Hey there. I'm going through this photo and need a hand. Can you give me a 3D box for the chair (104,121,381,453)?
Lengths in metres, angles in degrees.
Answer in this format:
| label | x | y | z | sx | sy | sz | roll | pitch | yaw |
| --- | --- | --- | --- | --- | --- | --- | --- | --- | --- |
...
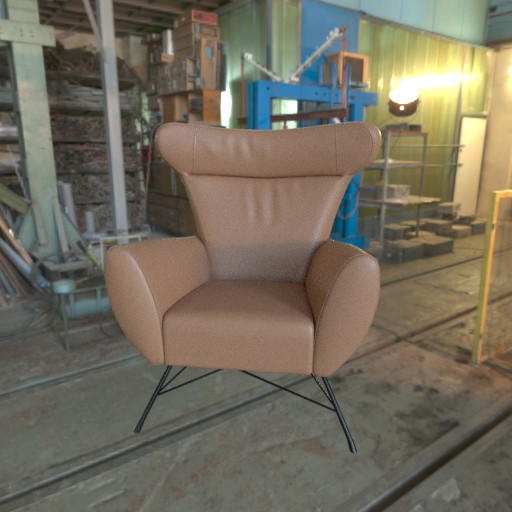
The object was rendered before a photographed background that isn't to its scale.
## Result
| label | x | y | z | sx | sy | sz | roll | pitch | yaw |
| --- | --- | --- | --- | --- | --- | --- | --- | --- | --- |
| chair | 0.000 | 0.000 | 1.769 | 0.980 | 1.050 | 0.900 | 2 | 14 | 8 |
